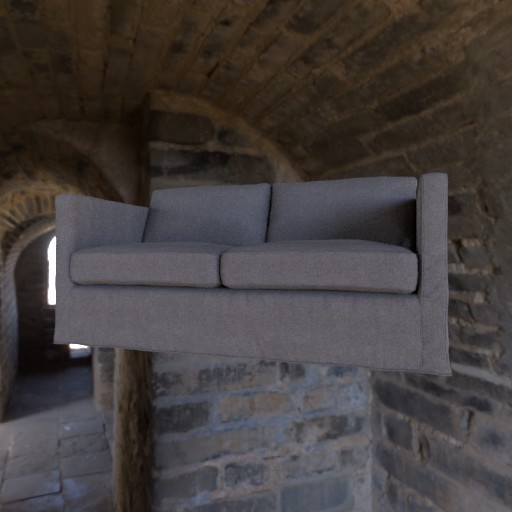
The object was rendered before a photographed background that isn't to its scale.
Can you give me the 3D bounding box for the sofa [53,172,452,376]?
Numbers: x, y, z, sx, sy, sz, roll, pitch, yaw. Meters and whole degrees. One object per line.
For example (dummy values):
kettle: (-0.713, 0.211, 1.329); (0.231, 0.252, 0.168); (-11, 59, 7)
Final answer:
sofa: (0.000, 0.000, 2.298); (1.802, 0.854, 0.974); (0, 0, 19)
